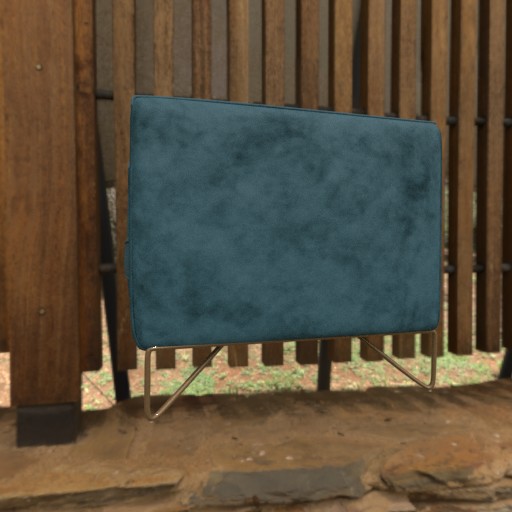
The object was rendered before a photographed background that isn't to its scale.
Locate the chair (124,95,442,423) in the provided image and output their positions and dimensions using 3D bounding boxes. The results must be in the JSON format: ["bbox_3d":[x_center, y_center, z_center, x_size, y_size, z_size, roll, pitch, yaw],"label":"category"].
[{"bbox_3d":[0.000,0.000,1.567,0.894,0.790,0.880,0,1,-16],"label":"chair"}]
